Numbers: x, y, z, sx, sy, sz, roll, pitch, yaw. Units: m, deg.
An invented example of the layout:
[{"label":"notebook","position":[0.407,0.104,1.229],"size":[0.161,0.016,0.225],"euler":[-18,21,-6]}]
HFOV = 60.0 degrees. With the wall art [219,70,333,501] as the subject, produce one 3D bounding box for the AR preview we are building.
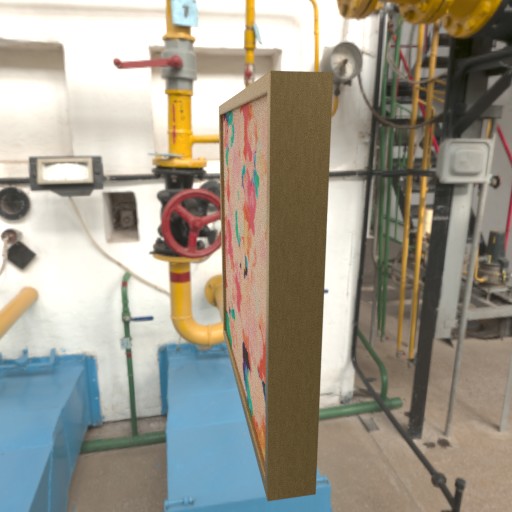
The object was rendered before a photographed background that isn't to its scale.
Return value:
[{"label":"wall art","position":[0.000,0.000,0.445],"size":[0.038,0.305,0.304],"euler":[-3,15,-10]}]
